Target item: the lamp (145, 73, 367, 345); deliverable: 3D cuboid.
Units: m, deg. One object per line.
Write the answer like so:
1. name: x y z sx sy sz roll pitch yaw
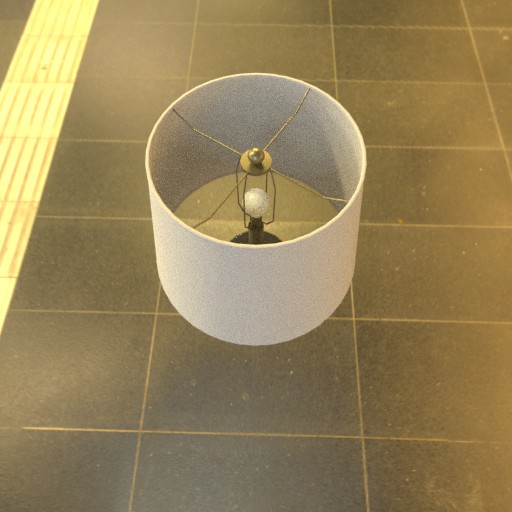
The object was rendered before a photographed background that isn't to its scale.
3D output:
1. lamp: 0.000 0.000 0.556 0.239 0.399 0.239 0 63 0
